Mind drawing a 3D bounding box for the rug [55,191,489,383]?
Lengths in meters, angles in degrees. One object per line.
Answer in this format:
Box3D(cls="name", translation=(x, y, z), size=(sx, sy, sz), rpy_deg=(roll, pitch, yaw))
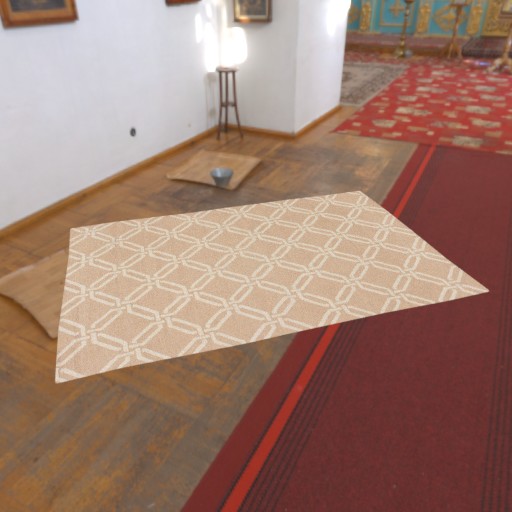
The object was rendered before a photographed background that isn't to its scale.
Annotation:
Box3D(cls="rug", translation=(0.000, 0.000, 2.132), size=(1.745, 0.010, 1.146), rpy_deg=(-9, 32, -15))
